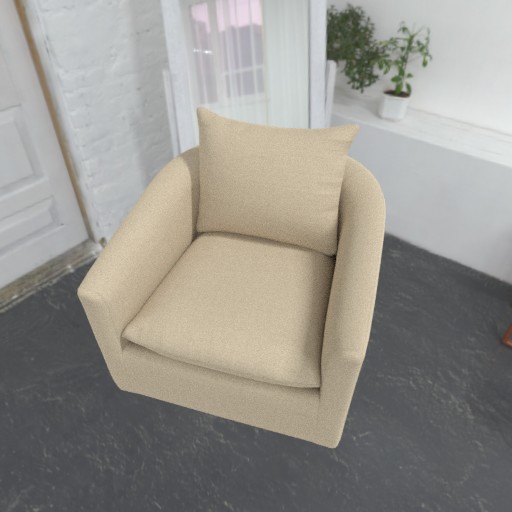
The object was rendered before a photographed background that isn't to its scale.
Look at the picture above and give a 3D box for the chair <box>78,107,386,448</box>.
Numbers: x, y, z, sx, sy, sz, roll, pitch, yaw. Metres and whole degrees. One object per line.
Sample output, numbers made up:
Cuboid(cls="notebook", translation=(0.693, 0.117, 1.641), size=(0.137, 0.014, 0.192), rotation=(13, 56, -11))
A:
Cuboid(cls="chair", translation=(0.000, 0.000, 1.612), size=(0.845, 0.848, 0.910), rotation=(11, 42, 12))
